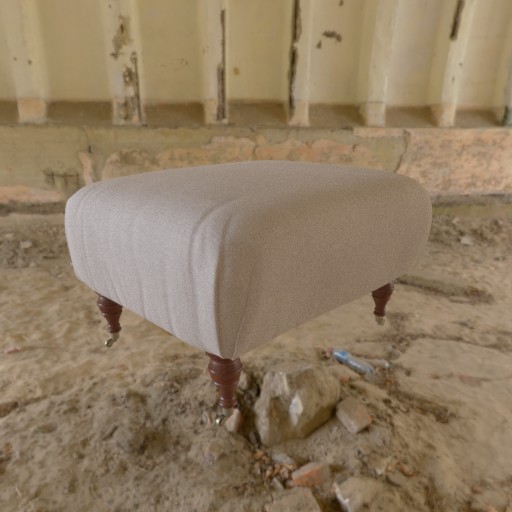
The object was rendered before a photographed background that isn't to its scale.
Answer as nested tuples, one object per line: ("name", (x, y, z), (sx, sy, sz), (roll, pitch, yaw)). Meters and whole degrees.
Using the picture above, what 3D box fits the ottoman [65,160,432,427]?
("ottoman", (0.000, 0.000, 1.125), (0.622, 0.450, 0.746), (16, 24, 42))
